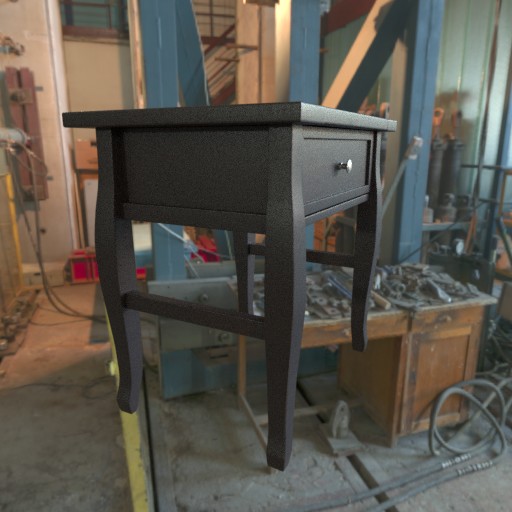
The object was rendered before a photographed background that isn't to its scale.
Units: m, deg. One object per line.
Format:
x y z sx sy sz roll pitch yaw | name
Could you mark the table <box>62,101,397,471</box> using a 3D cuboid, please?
0.000 0.000 1.010 0.460 0.605 0.602 8 16 27 | table
